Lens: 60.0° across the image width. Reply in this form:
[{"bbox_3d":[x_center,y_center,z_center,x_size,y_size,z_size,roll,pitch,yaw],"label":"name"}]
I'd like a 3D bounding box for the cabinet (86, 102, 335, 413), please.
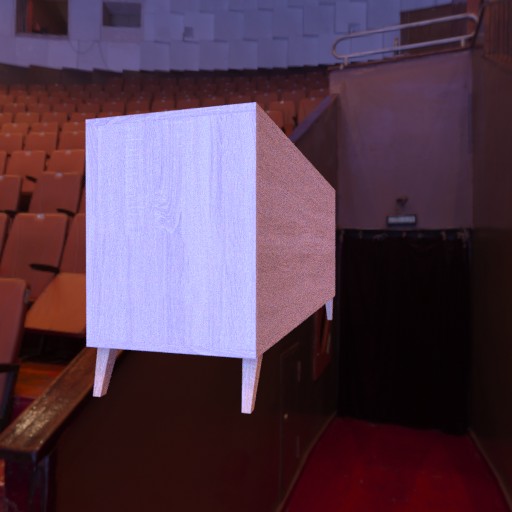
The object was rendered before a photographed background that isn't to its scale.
[{"bbox_3d":[0.000,0.000,1.965,0.500,0.780,1.649,0,1,17],"label":"cabinet"}]
